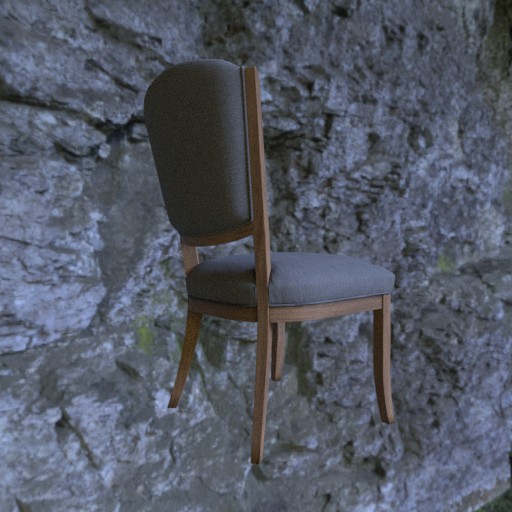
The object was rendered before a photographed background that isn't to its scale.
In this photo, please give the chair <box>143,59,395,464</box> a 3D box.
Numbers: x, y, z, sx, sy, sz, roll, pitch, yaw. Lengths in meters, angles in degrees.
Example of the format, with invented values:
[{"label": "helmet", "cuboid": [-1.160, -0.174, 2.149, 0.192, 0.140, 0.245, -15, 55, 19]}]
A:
[{"label": "chair", "cuboid": [0.000, 0.000, 1.241, 0.584, 0.905, 0.513, -1, 1, -36]}]
